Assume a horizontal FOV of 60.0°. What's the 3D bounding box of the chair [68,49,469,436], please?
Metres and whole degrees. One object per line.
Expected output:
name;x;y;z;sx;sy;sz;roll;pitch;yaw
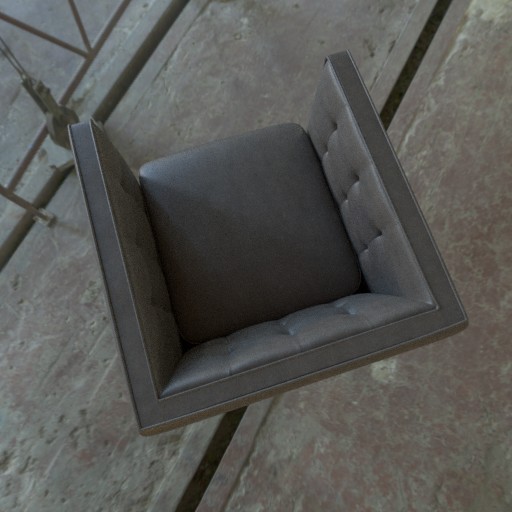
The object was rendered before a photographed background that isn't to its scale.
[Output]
chair;0.000;0.000;1.538;0.880;0.790;0.894;-17;75;-5
